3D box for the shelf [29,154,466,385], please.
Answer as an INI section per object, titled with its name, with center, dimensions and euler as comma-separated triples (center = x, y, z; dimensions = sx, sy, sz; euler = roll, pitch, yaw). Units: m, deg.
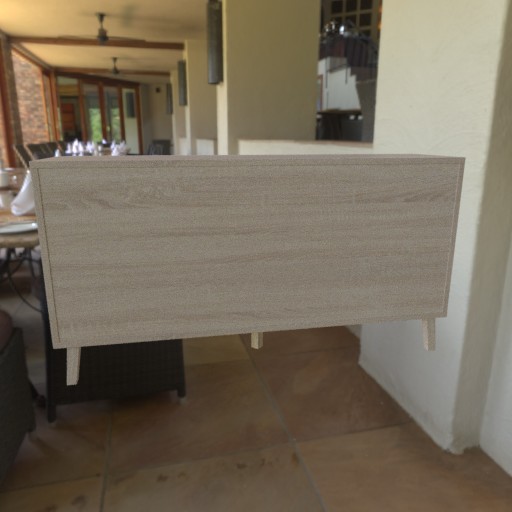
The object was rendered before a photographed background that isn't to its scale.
[shelf]
center = 0.000, 0.000, 1.781
dimensions = 1.490, 0.780, 0.400
euler = -3, 15, -10
